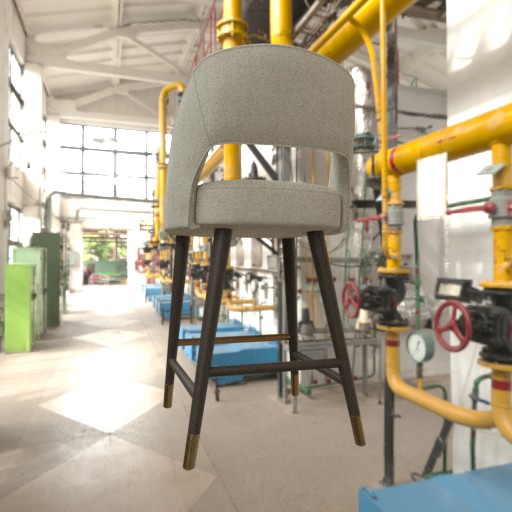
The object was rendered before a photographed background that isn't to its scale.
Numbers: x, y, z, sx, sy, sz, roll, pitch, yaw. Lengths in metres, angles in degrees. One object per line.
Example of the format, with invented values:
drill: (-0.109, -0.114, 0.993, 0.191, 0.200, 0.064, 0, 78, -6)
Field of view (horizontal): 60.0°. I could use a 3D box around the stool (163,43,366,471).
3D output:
stool: (0.000, 0.000, 1.222, 0.494, 0.940, 0.509, 0, -1, -17)
